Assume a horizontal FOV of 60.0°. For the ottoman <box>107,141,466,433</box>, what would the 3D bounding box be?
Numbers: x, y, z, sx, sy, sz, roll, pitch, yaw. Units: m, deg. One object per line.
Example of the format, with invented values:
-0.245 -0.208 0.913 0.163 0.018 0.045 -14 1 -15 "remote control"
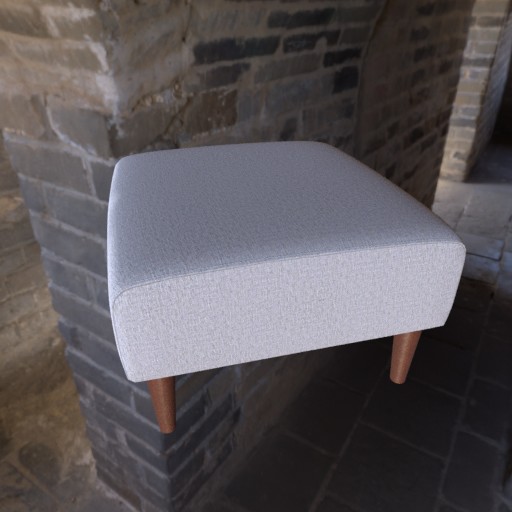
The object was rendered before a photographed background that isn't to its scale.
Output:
0.000 0.000 1.064 0.648 0.399 0.655 -7 30 -13 "ottoman"
